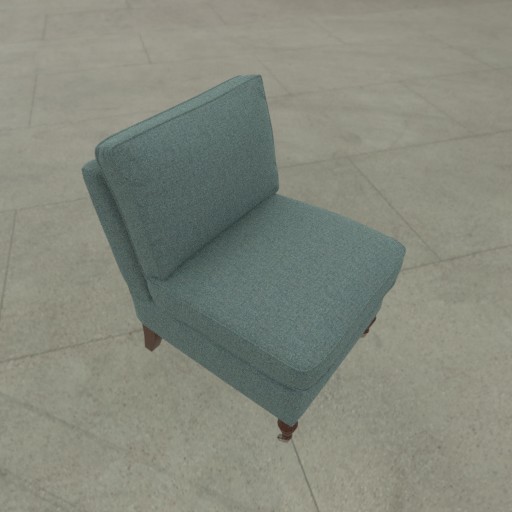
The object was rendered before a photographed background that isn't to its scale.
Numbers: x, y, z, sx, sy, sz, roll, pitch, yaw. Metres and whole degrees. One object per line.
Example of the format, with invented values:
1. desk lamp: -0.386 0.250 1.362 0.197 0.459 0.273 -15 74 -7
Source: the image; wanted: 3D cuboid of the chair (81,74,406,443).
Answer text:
1. chair: 0.000 0.000 1.436 0.796 0.901 0.624 27 49 27
